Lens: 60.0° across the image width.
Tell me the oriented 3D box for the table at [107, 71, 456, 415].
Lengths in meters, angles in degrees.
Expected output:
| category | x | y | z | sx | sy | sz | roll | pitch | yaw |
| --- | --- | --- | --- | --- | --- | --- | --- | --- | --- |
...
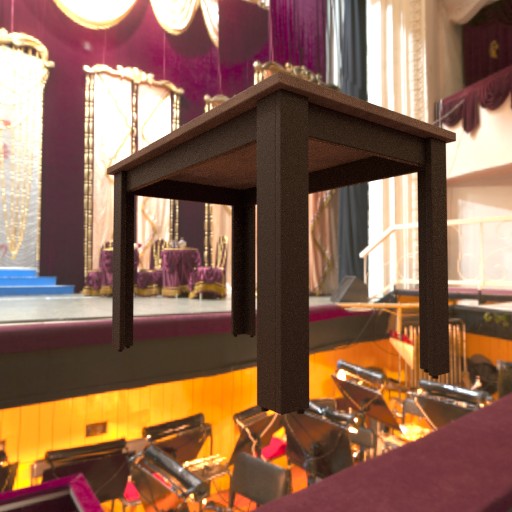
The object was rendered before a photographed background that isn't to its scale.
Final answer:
| category | x | y | z | sx | sy | sz | roll | pitch | yaw |
| --- | --- | --- | --- | --- | --- | --- | --- | --- | --- |
| table | 0.000 | 0.000 | 1.567 | 0.700 | 0.734 | 1.100 | 2 | -3 | -37 |
